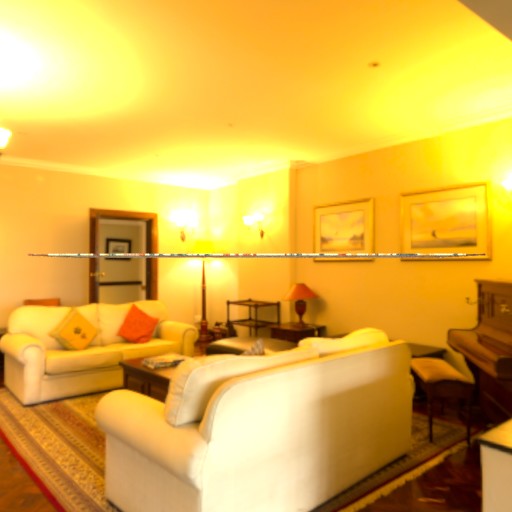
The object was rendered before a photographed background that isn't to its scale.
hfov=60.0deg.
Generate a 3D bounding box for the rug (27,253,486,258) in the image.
[{"bbox_3d":[0.000,0.000,2.958,2.682,0.015,0.763,0,-1,1],"label":"rug"}]
